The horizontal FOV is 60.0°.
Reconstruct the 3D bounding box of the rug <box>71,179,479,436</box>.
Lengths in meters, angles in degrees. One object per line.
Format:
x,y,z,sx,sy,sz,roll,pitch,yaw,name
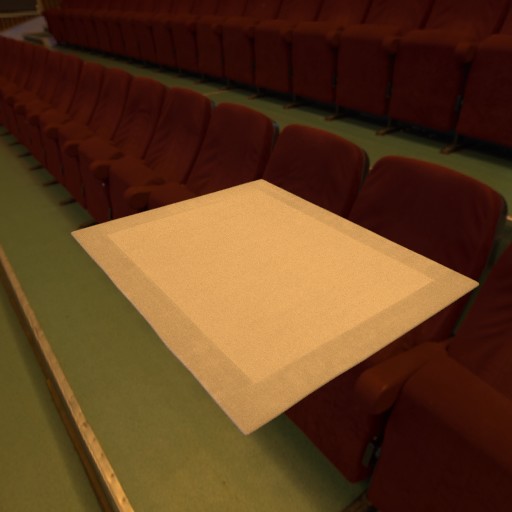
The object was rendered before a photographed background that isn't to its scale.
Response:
0.000,0.000,4.067,2.430,0.018,2.976,-21,37,-31,rug
